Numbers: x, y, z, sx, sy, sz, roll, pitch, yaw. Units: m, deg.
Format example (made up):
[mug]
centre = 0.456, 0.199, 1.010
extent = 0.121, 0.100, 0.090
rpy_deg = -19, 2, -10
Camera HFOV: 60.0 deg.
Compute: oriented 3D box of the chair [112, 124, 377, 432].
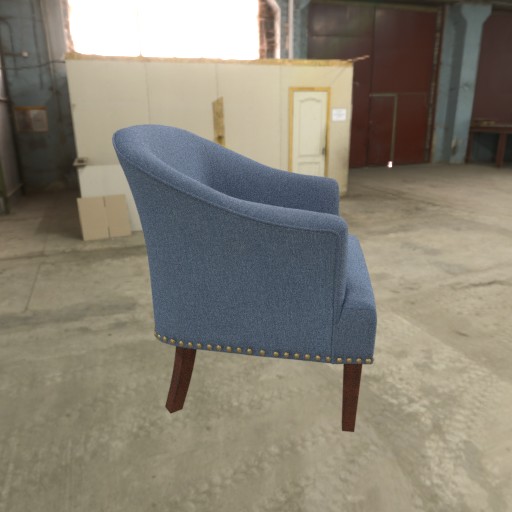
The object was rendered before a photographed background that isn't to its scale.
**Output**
[chair]
centre = 0.000, 0.000, 1.434
extent = 0.704, 0.815, 0.772
rpy_deg = 3, 18, 8
